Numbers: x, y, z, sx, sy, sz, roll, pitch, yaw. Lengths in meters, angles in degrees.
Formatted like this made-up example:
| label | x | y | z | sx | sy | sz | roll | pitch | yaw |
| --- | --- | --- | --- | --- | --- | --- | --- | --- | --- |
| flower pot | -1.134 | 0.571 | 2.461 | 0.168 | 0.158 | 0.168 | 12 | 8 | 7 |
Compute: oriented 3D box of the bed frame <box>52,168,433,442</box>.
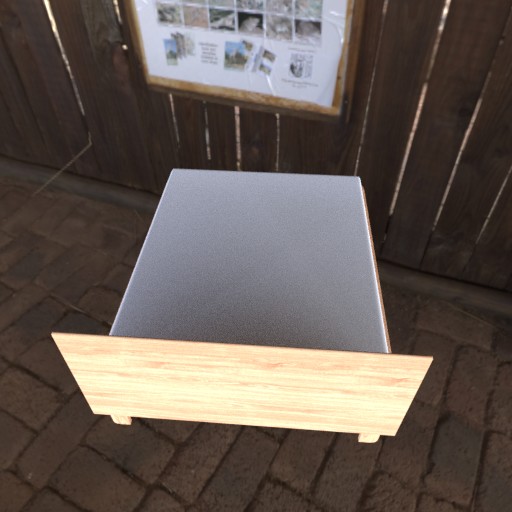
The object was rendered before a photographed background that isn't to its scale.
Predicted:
| label | x | y | z | sx | sy | sz | roll | pitch | yaw |
| --- | --- | --- | --- | --- | --- | --- | --- | --- | --- |
| bed frame | 0.000 | 0.000 | 2.989 | 1.660 | 0.940 | 2.092 | 3 | 44 | 3 |
